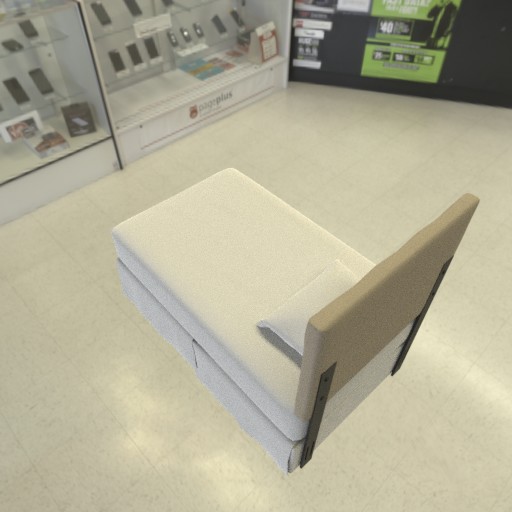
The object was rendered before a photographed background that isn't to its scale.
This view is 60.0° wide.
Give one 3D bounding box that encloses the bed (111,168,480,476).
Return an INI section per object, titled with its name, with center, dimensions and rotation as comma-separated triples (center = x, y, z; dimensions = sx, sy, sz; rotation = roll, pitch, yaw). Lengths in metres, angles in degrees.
[bed]
center = 0.000, 0.000, 2.920
dimensions = 1.261, 1.571, 1.997
rotation = -33, 55, -27
